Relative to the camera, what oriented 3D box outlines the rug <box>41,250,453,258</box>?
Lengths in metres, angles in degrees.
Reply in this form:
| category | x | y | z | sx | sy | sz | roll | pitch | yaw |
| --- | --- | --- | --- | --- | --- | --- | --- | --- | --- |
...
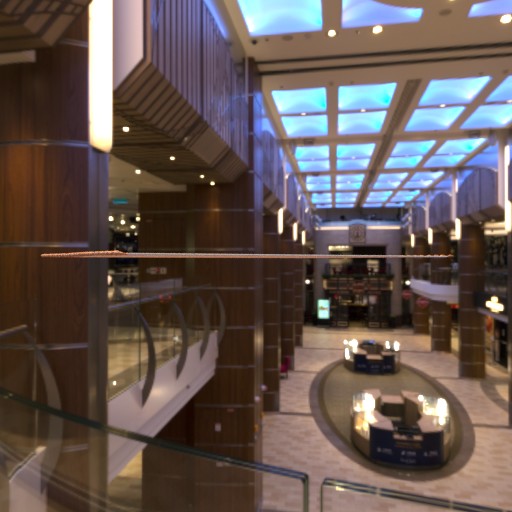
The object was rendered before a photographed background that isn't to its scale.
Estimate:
| category | x | y | z | sx | sy | sz | roll | pitch | yaw |
| --- | --- | --- | --- | --- | --- | --- | --- | --- | --- |
| rug | 0.000 | 0.000 | 2.581 | 2.092 | 0.017 | 1.232 | 0 | -1 | -36 |
